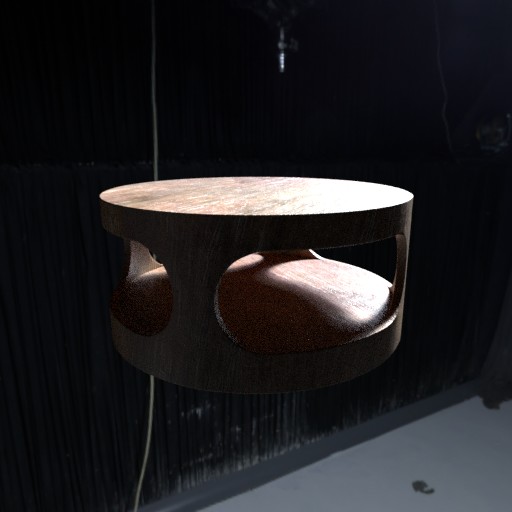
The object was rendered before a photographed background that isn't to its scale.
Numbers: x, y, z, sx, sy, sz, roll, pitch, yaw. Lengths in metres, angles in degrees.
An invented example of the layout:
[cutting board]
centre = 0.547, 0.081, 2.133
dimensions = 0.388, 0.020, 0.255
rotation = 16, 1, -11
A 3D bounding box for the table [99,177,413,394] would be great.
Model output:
[table]
centre = 0.000, 0.000, 1.514
dimensions = 0.974, 0.450, 0.974
rotation = 0, 15, 0
